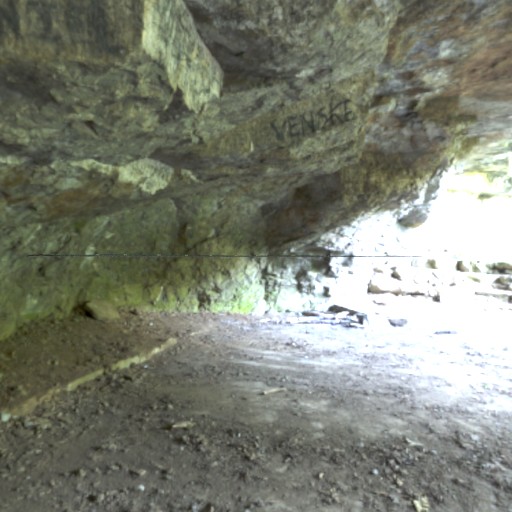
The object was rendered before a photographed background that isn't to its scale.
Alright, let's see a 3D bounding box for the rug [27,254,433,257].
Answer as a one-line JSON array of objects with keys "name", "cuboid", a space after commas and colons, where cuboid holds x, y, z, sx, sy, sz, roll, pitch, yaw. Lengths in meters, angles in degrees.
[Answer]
[{"name": "rug", "cuboid": [0.000, 0.000, 2.735, 2.476, 0.010, 0.807, 0, 0, -34]}]
